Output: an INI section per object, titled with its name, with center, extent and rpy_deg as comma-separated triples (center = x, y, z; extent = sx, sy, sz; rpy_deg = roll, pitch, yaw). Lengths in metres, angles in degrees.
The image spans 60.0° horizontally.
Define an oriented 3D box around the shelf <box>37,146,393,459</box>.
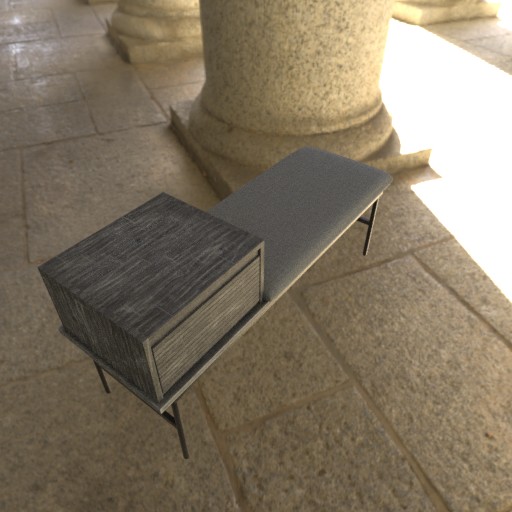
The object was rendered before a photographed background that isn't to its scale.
[shelf]
center = 0.000, 0.000, 1.642
extent = 0.457, 0.633, 1.342
rpy_deg = 27, 48, 27
